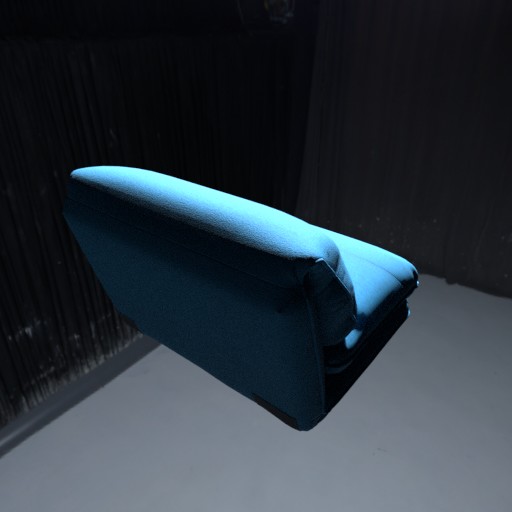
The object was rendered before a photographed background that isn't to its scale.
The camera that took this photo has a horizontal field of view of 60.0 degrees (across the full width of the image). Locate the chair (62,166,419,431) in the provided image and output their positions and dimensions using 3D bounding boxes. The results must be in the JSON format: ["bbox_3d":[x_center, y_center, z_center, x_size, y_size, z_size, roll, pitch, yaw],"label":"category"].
[{"bbox_3d":[0.000,0.000,1.361,0.820,0.580,0.780,21,36,33],"label":"chair"}]
